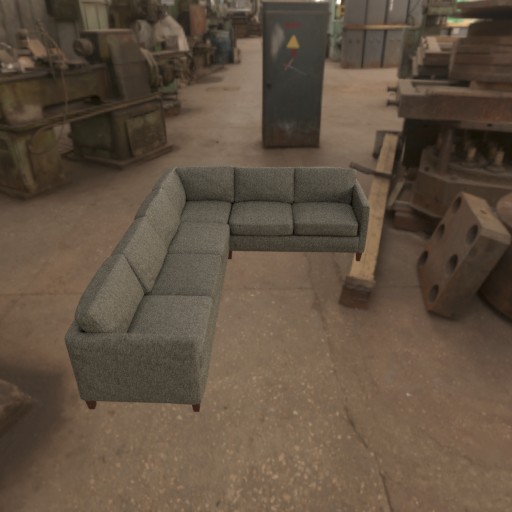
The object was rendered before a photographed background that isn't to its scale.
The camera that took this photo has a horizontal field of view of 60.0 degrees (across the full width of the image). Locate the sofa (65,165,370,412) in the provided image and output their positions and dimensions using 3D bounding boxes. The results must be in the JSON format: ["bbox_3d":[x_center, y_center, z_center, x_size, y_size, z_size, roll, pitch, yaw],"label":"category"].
[{"bbox_3d":[0.000,0.000,4.505,2.593,0.947,3.302,1,29,2],"label":"sofa"}]
